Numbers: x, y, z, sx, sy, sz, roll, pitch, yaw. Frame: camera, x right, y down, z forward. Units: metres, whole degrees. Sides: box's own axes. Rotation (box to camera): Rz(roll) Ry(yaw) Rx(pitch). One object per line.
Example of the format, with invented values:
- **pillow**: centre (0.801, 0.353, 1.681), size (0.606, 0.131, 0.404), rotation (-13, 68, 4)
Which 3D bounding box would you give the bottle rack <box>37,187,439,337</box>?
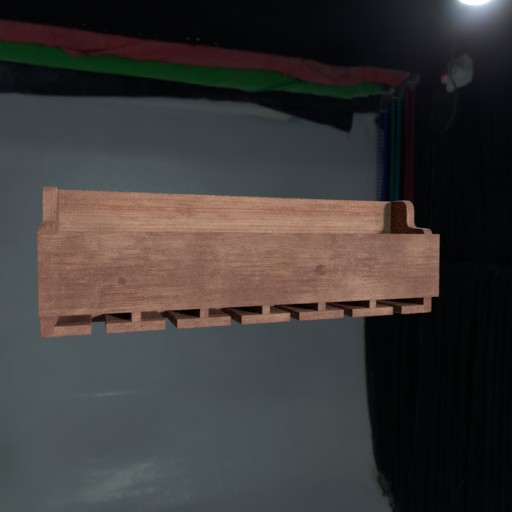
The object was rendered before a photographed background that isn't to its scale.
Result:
- **bottle rack**: centre (0.000, 0.000, 0.699), size (0.608, 0.196, 0.126), rotation (-1, 2, -20)
